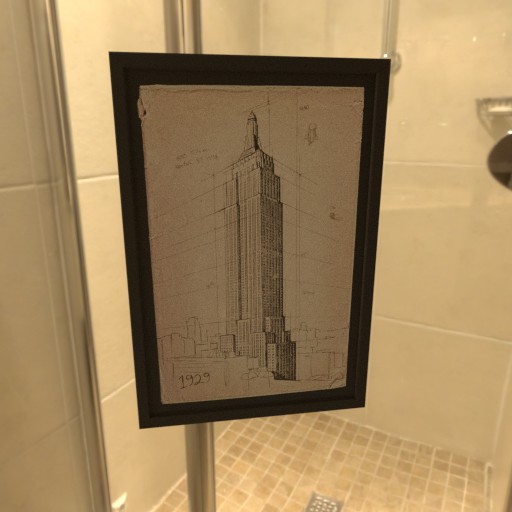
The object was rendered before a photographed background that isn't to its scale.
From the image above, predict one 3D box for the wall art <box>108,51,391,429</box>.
[{"bbox_3d":[0.000,0.000,0.794,0.451,0.661,0.012,-2,16,-9],"label":"wall art"}]
